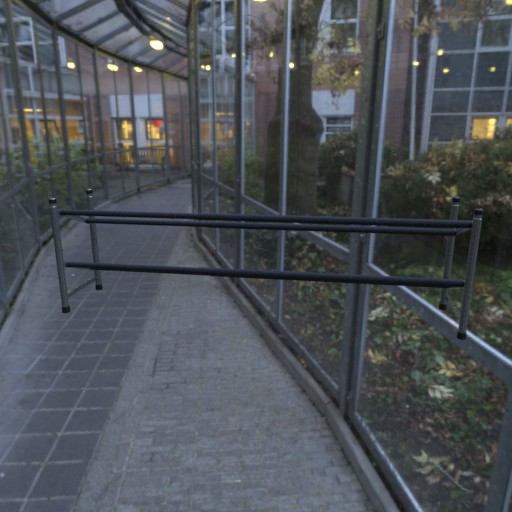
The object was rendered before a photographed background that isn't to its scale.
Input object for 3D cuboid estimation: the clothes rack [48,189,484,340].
[{"bbox_3d":[0.000,0.000,1.322,1.168,0.349,0.229,2,16,9],"label":"clothes rack"}]
